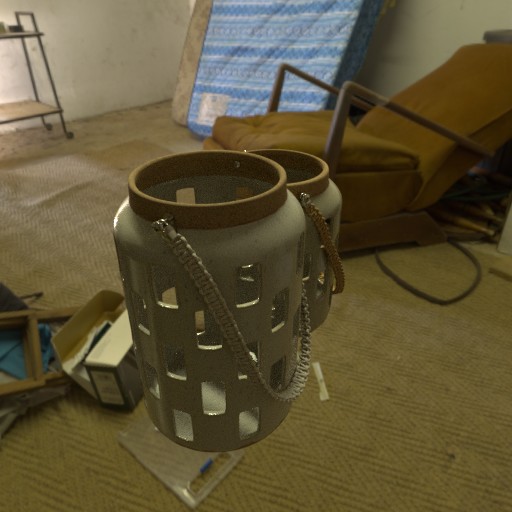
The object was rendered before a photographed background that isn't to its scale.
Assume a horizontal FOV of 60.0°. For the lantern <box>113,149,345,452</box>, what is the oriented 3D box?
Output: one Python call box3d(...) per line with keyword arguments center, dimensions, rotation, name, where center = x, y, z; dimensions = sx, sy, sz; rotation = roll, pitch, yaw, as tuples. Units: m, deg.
box3d(center=(0.000, 0.000, 0.498), dimensions=(0.184, 0.255, 0.347), rotation=(11, 33, 18), name="lantern")
